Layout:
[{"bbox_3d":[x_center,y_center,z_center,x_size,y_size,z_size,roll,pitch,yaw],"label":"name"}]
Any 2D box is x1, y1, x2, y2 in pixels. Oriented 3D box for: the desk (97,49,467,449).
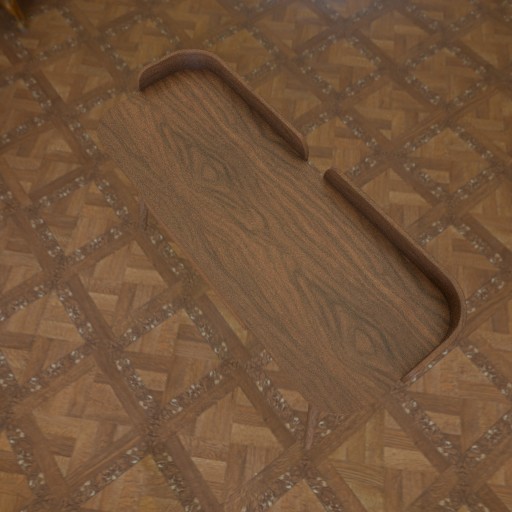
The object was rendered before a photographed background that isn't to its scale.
[{"bbox_3d":[0.000,0.000,1.611,0.486,0.800,1.256,-35,69,-16],"label":"desk"}]
